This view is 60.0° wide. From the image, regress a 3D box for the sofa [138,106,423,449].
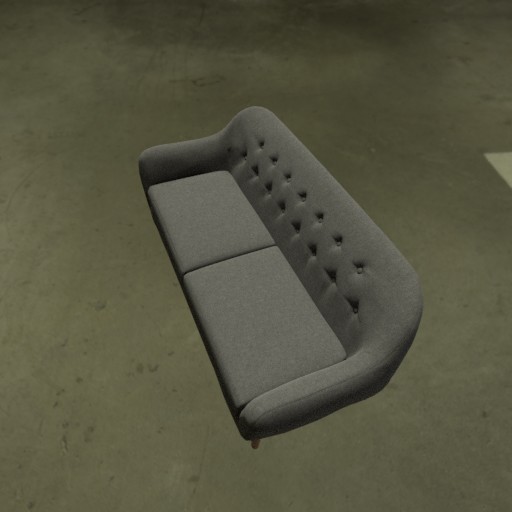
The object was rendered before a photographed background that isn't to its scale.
[{"bbox_3d":[0.000,0.000,2.318,0.820,0.820,1.840,-17,48,-16],"label":"sofa"}]
